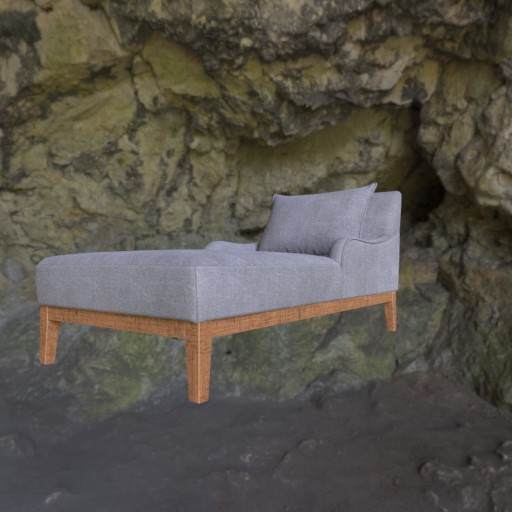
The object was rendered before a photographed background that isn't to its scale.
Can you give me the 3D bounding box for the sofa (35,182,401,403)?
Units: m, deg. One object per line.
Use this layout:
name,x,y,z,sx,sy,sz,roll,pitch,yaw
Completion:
sofa,0.000,0.000,2.198,0.894,0.859,1.779,-1,-1,36
